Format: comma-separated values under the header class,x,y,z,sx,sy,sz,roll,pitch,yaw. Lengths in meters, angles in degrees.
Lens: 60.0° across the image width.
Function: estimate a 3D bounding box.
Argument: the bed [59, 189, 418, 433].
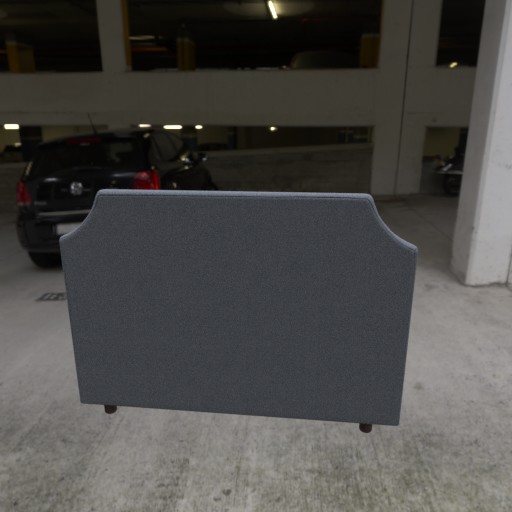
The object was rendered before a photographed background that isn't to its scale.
class,x,y,z,sx,sy,sz,roll,pitch,yaw
bed,0.000,0.000,3.357,1.811,1.296,2.259,2,17,6
